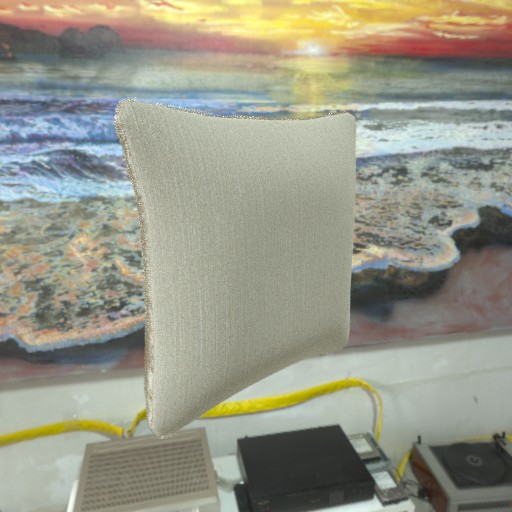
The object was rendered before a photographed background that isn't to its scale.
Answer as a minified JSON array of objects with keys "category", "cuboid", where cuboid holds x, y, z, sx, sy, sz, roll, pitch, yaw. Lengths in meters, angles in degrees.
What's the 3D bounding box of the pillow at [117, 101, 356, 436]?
[{"category":"pillow","cuboid":[0.000,0.000,0.815,0.538,0.525,0.216,-14,20,-42]}]
